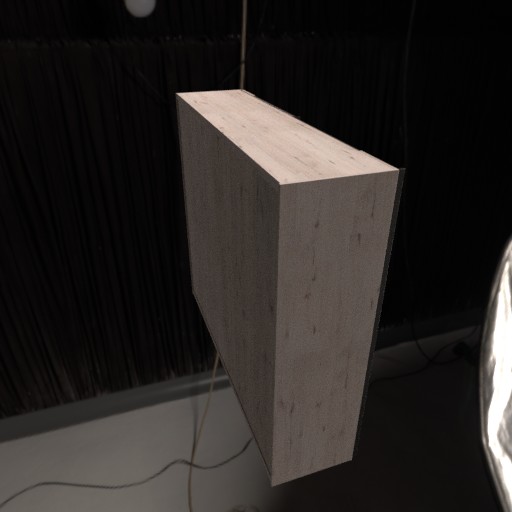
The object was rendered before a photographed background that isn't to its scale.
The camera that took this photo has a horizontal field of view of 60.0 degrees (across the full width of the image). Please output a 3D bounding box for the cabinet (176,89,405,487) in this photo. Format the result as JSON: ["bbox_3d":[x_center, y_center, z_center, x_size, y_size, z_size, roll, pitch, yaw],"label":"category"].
[{"bbox_3d":[0.000,0.000,3.624,0.660,2.180,2.500,-10,31,-17],"label":"cabinet"}]
